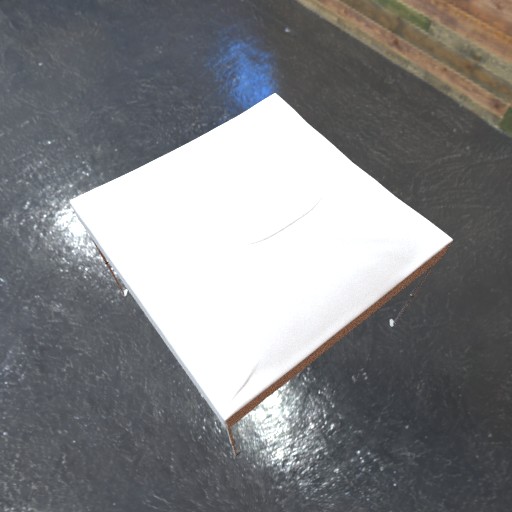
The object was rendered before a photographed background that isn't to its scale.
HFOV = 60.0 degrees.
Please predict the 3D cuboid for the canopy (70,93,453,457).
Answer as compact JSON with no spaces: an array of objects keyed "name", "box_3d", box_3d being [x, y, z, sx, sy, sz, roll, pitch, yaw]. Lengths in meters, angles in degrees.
[{"name":"canopy","box_3d":[0.000,0.000,5.439,2.998,2.997,2.996,-34,64,-19]}]
